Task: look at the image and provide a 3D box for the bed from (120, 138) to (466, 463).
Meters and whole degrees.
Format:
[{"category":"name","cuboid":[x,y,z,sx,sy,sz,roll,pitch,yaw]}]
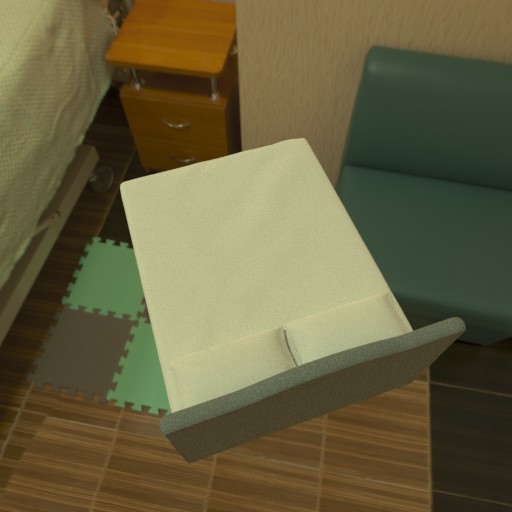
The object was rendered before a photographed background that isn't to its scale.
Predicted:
[{"category":"bed","cuboid":[0.000,0.000,3.934,2.161,1.457,2.689,-16,60,-10]}]
